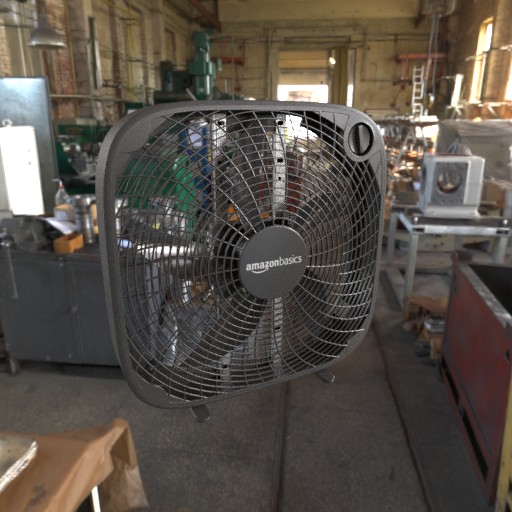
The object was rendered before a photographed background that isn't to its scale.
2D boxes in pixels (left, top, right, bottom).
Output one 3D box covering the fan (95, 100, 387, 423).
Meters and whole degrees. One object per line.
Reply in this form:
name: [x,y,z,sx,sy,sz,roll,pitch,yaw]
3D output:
fan: [0.000,0.000,0.808,0.526,0.533,0.142,-8,19,-25]
